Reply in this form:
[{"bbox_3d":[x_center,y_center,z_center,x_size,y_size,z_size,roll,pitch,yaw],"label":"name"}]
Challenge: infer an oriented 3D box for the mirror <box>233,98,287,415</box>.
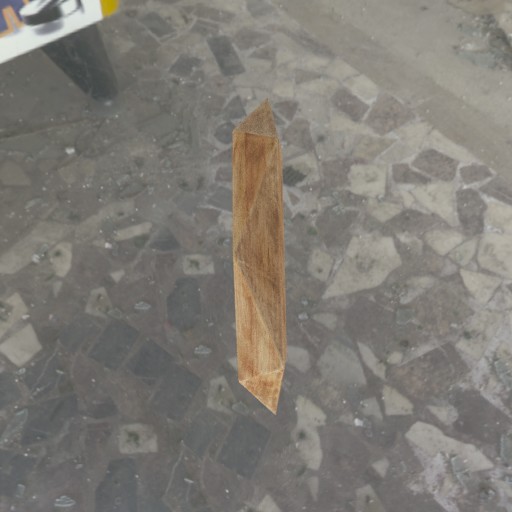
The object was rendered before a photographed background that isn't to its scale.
[{"bbox_3d":[0.000,0.000,1.089,0.091,0.779,0.675,-1,59,-1],"label":"mirror"}]
